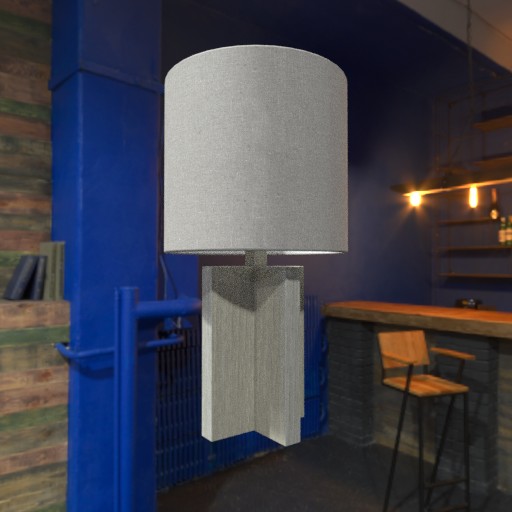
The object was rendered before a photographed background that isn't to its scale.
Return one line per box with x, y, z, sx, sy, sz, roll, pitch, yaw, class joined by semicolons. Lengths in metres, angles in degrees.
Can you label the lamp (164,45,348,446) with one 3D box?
0.000;0.000;0.562;0.229;0.428;0.229;1;-1;-36;lamp
